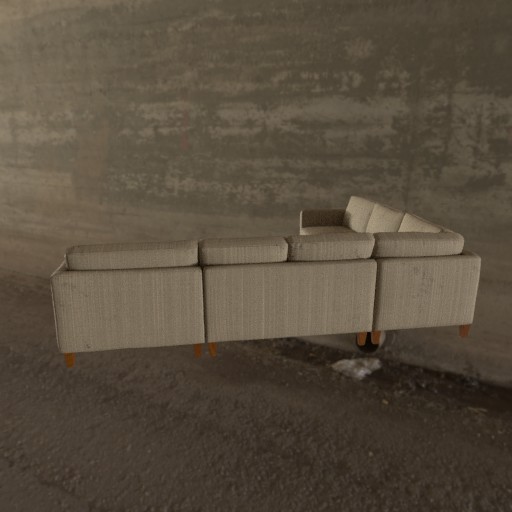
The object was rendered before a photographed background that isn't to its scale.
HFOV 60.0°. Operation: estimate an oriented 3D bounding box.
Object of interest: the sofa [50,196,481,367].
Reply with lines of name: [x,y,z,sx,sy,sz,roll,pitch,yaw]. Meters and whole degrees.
sofa: [0.000,0.000,4.719,3.460,0.961,2.594,-2,16,-9]
